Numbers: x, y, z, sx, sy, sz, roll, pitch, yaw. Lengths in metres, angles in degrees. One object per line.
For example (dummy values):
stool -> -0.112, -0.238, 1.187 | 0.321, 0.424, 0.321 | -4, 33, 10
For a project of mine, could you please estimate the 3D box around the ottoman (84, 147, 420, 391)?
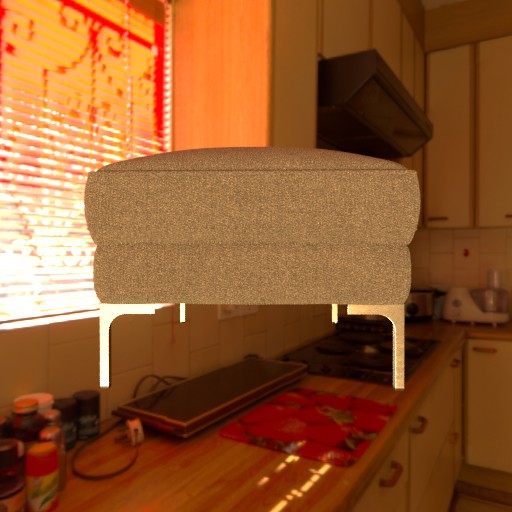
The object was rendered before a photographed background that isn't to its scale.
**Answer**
ottoman -> 0.000, 0.000, 1.151 | 0.583, 0.464, 0.785 | 0, 1, 1
